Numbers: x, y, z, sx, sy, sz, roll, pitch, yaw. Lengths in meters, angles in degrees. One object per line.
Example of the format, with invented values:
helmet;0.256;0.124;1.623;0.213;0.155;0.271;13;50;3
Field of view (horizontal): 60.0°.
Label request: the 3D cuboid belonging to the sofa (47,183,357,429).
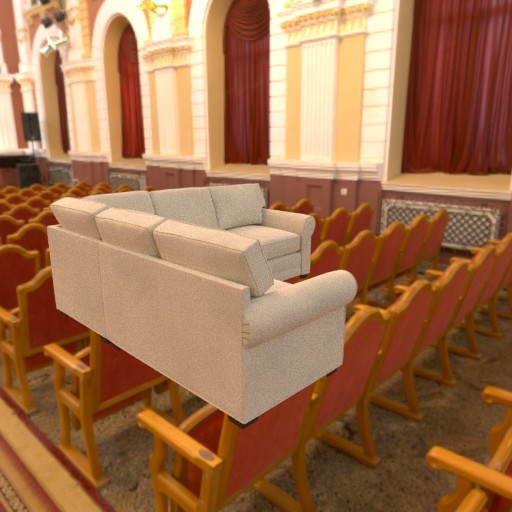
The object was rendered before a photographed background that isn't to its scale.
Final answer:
sofa;0.000;0.000;3.875;2.487;1.054;2.569;14;20;42
